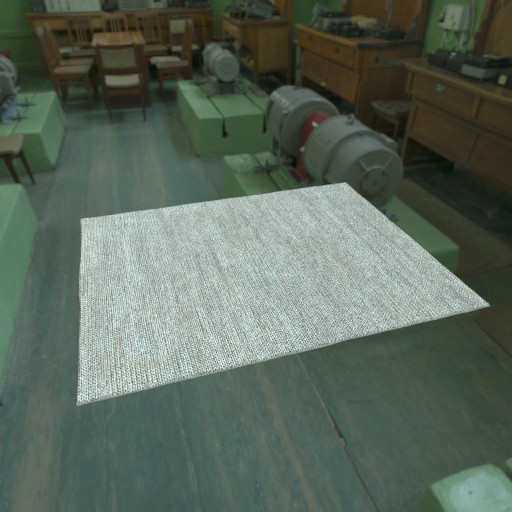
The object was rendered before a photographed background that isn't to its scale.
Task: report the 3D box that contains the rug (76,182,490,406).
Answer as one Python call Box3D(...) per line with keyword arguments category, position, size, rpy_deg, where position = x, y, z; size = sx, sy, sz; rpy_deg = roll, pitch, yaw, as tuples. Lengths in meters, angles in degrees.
Box3D(category="rug", position=(0.000, 0.000, 4.003), size=(3.052, 0.030, 2.429), rpy_deg=(-10, 35, -15))
